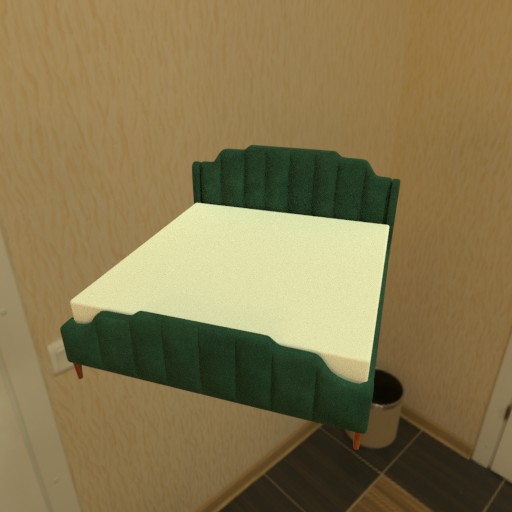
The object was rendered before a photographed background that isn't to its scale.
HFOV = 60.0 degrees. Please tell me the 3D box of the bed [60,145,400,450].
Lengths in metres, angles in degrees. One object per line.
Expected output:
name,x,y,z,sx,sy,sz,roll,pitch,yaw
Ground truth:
bed,0.000,0.000,3.596,2.074,1.245,2.340,8,28,16
